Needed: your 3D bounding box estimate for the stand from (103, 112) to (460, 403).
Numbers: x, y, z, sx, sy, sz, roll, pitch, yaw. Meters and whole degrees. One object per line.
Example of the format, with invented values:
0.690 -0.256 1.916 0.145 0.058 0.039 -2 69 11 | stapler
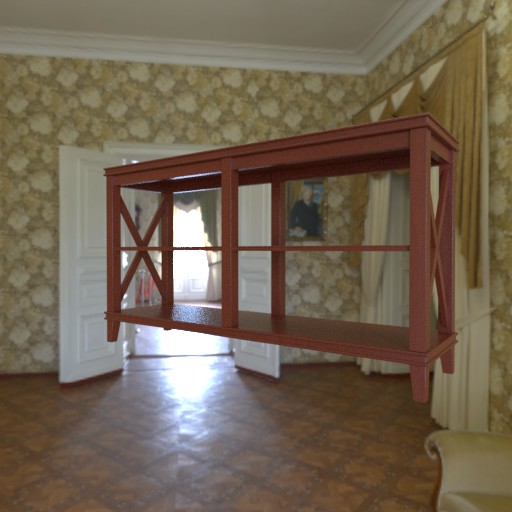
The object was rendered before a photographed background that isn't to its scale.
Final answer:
0.000 0.000 1.704 1.372 0.762 0.381 1 1 35 | stand
